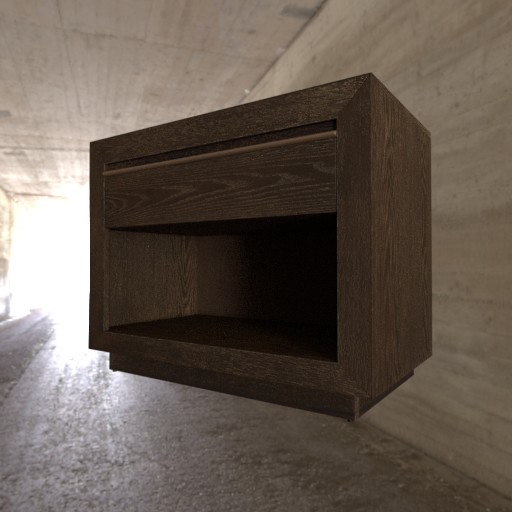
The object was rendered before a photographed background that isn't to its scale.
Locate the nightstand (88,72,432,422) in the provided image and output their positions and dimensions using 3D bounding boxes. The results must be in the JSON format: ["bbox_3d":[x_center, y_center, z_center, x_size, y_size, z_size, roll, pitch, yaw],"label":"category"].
[{"bbox_3d":[0.000,0.000,1.147,0.775,0.612,0.457,-1,-1,34],"label":"nightstand"}]
